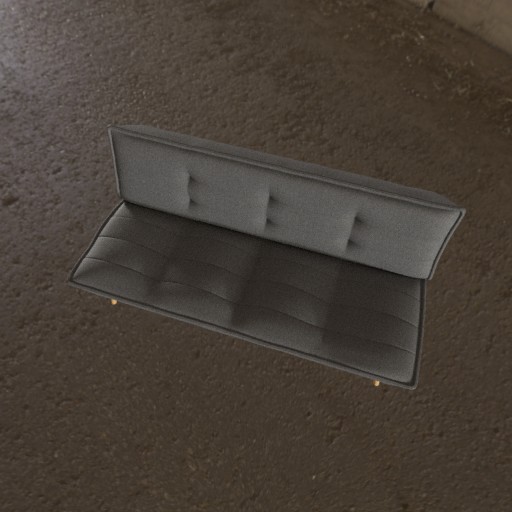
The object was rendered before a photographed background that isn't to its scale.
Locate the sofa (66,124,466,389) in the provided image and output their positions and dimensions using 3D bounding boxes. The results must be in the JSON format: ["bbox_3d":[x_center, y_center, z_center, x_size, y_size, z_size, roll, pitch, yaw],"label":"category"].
[{"bbox_3d":[0.000,0.000,2.507,1.940,0.890,0.950,15,58,10],"label":"sofa"}]
